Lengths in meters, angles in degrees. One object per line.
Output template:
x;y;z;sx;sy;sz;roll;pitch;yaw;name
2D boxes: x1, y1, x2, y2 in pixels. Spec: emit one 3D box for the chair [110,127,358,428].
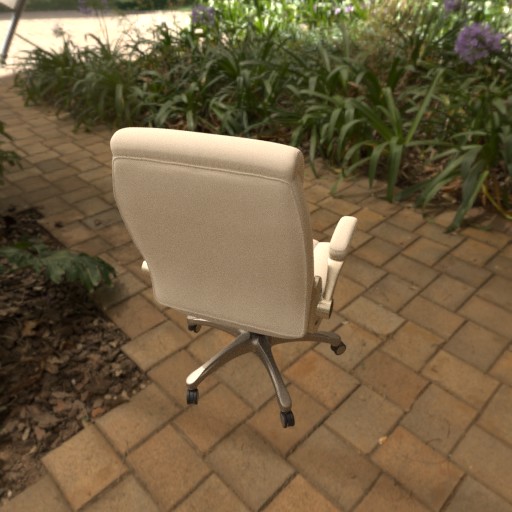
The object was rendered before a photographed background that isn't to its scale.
0.000;0.000;1.647;0.740;1.110;0.794;9;34;14;chair
